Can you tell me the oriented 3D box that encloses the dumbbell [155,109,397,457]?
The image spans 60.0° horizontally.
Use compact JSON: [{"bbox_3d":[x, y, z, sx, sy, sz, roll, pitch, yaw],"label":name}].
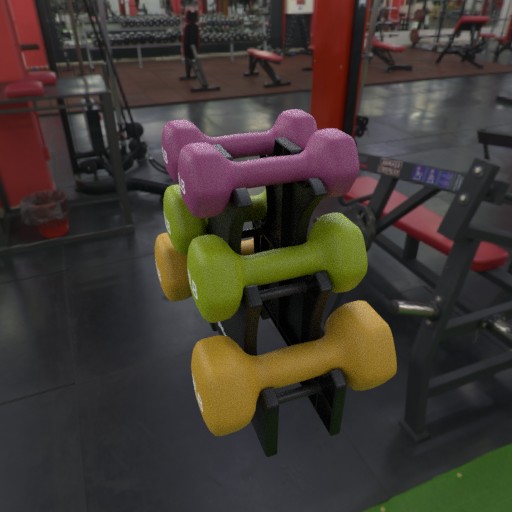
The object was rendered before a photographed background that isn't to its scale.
[{"bbox_3d":[0.000,0.000,0.474,0.190,0.271,0.300,-11,33,-17],"label":"dumbbell"}]
